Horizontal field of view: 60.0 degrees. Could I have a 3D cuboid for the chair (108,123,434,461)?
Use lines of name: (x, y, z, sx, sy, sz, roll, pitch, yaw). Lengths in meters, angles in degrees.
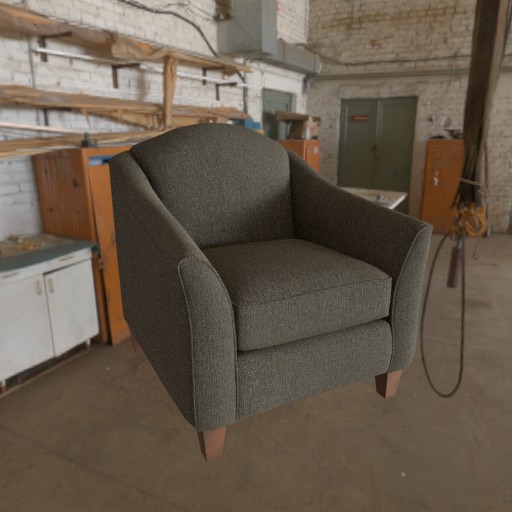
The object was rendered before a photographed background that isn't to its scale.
chair: (0.000, 0.000, 1.443, 0.763, 0.839, 0.787, -8, 18, -26)
